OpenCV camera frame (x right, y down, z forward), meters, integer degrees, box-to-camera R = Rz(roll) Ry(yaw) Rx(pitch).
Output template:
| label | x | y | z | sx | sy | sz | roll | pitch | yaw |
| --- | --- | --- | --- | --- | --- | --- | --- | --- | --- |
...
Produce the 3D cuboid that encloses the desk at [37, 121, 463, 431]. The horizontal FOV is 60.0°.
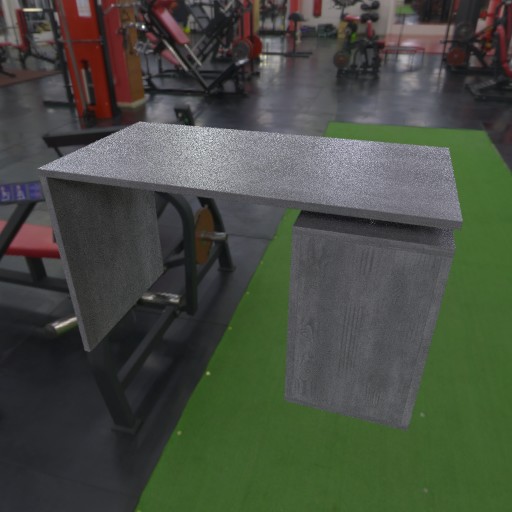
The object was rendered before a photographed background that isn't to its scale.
| label | x | y | z | sx | sy | sz | roll | pitch | yaw |
| --- | --- | --- | --- | --- | --- | --- | --- | --- | --- |
| desk | 0.000 | 0.000 | 1.621 | 1.200 | 0.740 | 0.600 | 9 | 32 | 15 |
